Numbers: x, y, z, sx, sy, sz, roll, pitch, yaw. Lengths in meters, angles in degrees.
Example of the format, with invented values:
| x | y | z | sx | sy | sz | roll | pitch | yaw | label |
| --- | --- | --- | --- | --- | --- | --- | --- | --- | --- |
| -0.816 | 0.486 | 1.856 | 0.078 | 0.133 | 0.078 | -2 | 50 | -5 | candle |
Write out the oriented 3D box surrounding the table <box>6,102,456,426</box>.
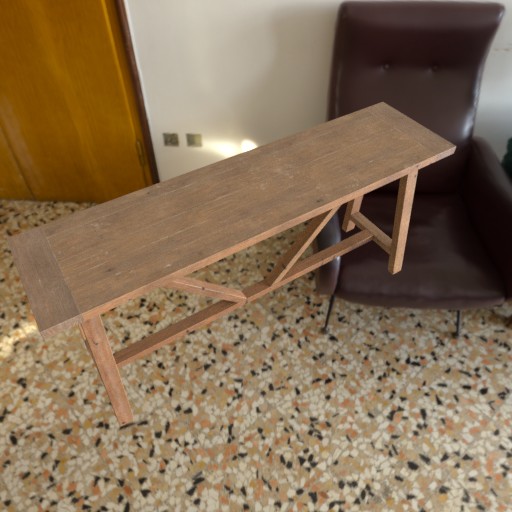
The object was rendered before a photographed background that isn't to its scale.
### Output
| x | y | z | sx | sy | sz | roll | pitch | yaw | label |
| --- | --- | --- | --- | --- | --- | --- | --- | --- | --- |
| 0.000 | 0.000 | 2.061 | 1.800 | 0.810 | 0.465 | -25 | 52 | -21 | table |
